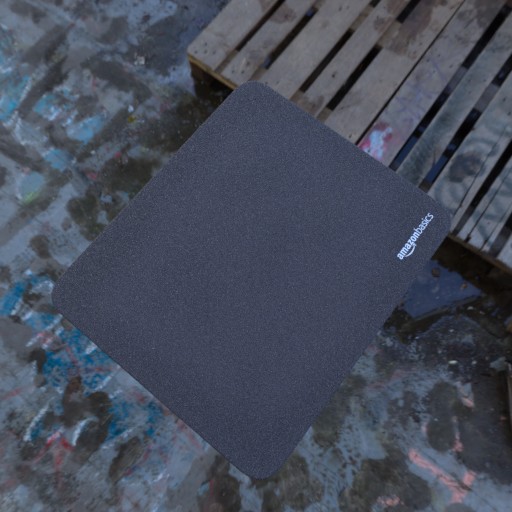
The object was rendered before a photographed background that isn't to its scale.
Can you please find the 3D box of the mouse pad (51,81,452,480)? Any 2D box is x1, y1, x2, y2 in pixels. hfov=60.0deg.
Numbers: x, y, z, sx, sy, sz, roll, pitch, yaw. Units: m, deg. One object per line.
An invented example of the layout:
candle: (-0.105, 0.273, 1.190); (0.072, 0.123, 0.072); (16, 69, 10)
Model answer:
mouse pad: (0.000, 0.000, 0.339); (0.211, 0.002, 0.249); (37, 78, 10)
